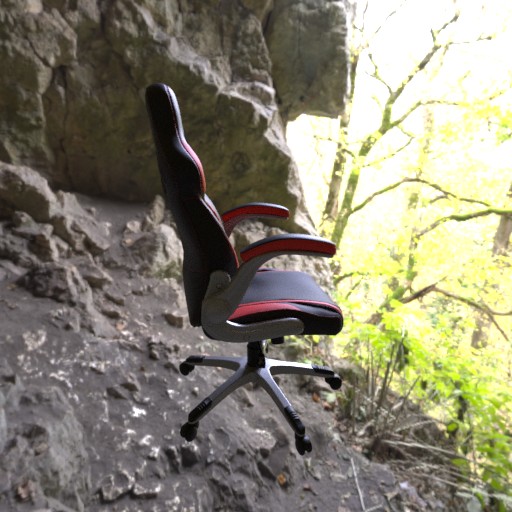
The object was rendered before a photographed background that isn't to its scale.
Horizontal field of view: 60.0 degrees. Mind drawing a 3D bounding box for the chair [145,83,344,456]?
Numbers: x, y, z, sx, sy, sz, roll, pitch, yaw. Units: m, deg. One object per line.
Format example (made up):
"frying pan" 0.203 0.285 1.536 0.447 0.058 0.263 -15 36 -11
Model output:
"chair" 0.000 0.000 1.616 0.712 1.165 0.758 -3 16 -9
